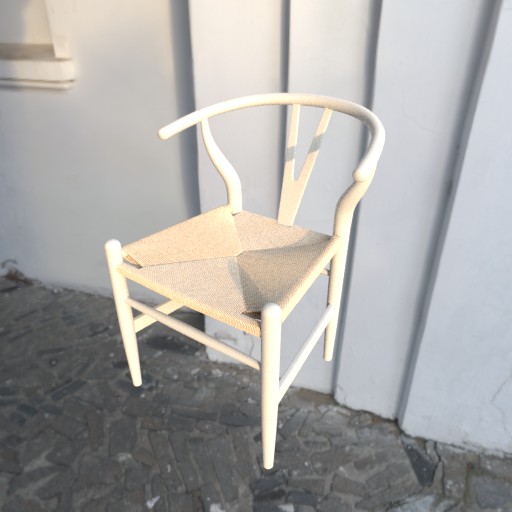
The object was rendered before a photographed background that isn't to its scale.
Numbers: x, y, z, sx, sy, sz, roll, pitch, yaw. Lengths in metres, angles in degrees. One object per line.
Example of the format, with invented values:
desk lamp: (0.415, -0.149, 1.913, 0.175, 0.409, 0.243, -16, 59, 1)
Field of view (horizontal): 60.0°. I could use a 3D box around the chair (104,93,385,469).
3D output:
chair: (0.000, 0.000, 1.163, 0.569, 0.730, 0.579, 19, 35, 30)
